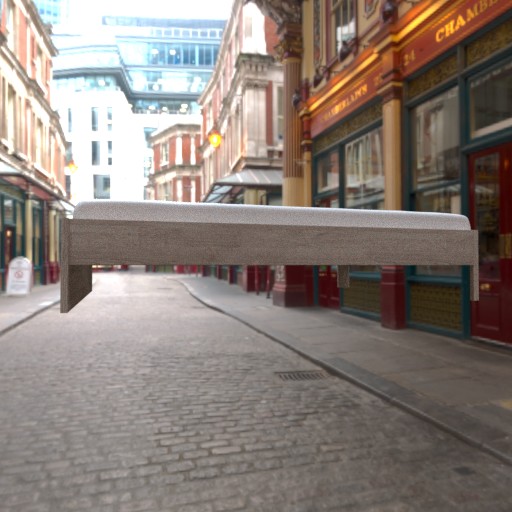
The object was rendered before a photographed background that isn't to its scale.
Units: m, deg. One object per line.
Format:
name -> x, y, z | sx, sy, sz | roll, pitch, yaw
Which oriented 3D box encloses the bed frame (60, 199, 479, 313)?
bed frame -> 0.000, 0.000, 2.621 | 1.950, 0.462, 1.490 | 0, -1, -17
